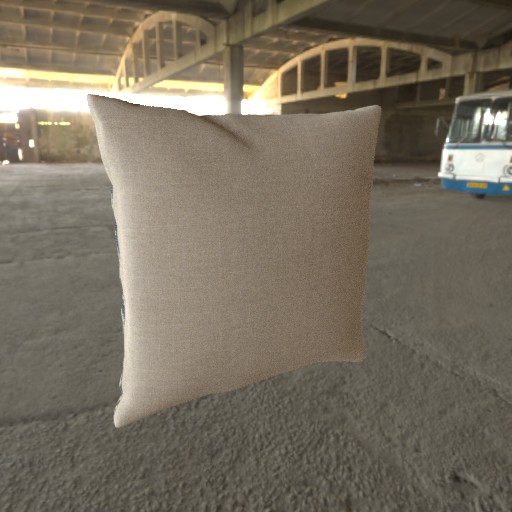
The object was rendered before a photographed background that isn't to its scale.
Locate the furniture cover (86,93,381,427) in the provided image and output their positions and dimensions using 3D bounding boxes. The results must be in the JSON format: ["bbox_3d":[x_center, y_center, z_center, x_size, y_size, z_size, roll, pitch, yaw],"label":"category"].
[{"bbox_3d":[0.000,0.000,0.644,0.431,0.431,0.139,-7,16,-26],"label":"furniture cover"}]
